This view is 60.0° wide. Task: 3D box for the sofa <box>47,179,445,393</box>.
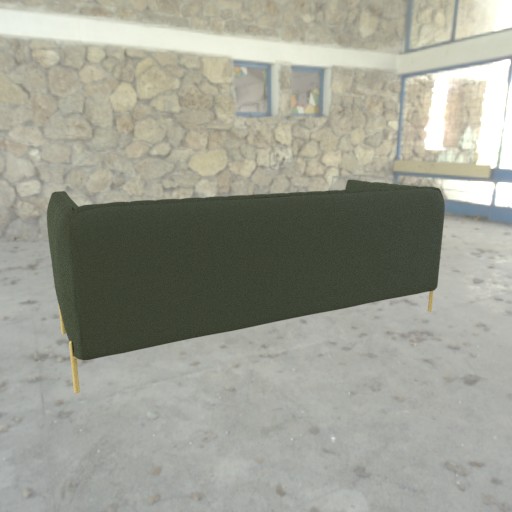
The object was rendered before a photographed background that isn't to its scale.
[{"bbox_3d":[0.000,0.000,2.575,2.137,0.793,0.896,-7,15,-26],"label":"sofa"}]
